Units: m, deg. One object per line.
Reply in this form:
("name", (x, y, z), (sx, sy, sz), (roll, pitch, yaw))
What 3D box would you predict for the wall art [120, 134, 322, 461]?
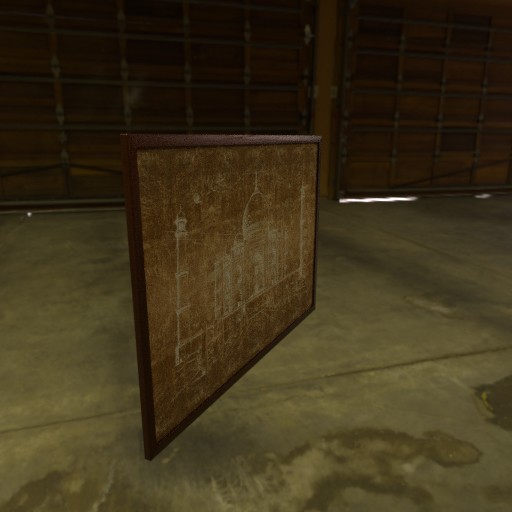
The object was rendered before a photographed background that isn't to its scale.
("wall art", (0.000, 0.000, 1.062), (0.014, 0.559, 0.816), (8, 17, 27))
